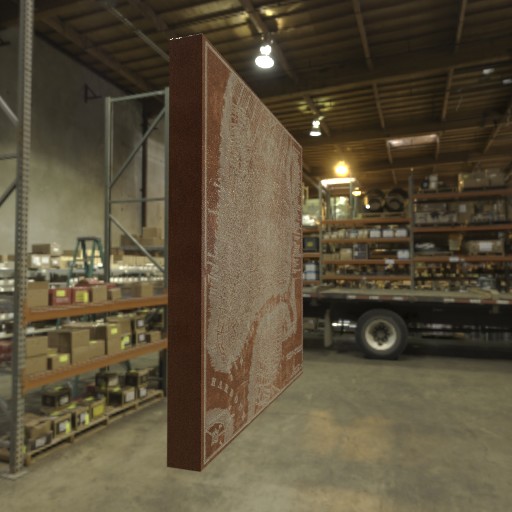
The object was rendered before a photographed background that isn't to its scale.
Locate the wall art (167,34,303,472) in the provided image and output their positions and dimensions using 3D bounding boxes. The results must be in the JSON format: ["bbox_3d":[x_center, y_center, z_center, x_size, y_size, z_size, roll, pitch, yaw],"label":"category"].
[{"bbox_3d":[0.000,0.000,0.601,0.035,0.403,0.403,-1,-2,19],"label":"wall art"}]
